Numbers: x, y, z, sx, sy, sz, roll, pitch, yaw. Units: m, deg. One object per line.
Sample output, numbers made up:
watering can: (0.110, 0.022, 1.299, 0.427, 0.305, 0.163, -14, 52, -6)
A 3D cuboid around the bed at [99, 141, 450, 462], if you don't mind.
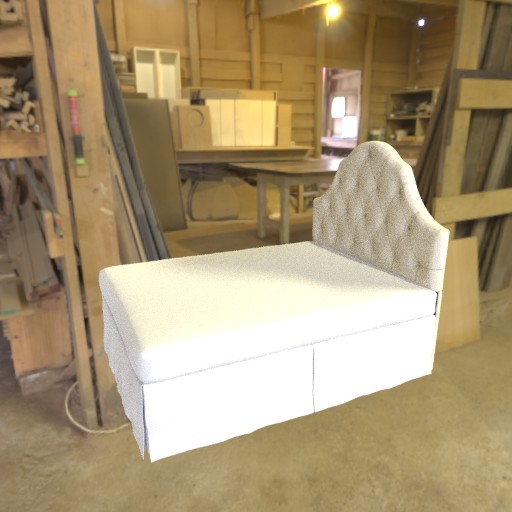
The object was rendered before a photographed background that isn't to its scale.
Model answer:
bed: (0.000, 0.000, 3.195, 2.092, 1.575, 1.627, -8, 18, -25)
